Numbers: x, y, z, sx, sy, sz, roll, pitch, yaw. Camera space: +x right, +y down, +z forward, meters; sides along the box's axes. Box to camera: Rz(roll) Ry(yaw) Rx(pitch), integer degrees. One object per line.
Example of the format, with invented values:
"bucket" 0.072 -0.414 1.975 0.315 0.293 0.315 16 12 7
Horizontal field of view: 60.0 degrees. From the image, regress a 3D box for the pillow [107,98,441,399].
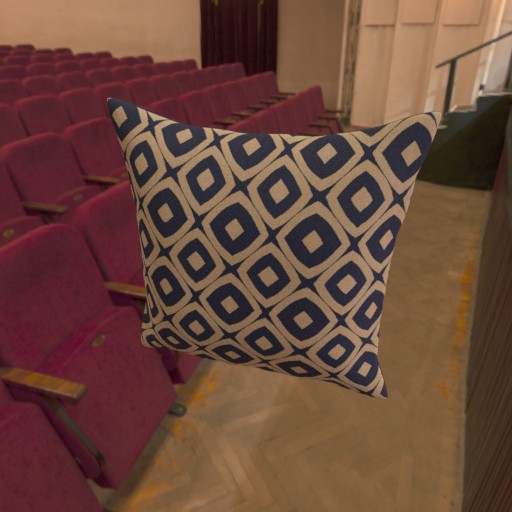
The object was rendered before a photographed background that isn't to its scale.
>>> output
"pillow" 0.000 0.000 0.751 0.504 0.494 0.188 8 28 16
